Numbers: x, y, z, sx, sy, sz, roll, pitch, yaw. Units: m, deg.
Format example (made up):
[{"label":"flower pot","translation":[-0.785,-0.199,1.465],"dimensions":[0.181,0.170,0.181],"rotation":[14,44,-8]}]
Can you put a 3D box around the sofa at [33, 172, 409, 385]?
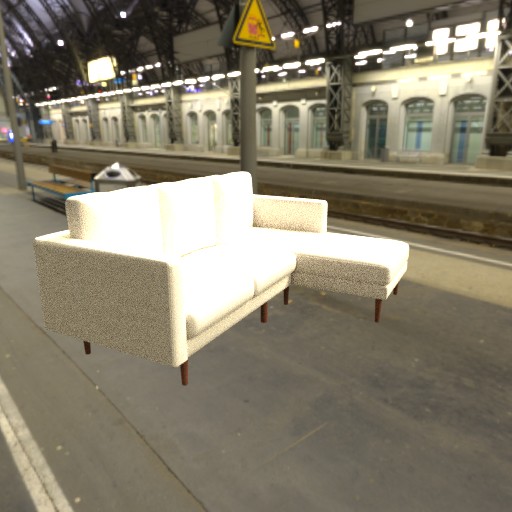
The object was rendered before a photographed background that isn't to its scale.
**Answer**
[{"label":"sofa","translation":[0.000,0.000,2.850],"dimensions":[1.580,0.899,2.029],"rotation":[8,17,27]}]
